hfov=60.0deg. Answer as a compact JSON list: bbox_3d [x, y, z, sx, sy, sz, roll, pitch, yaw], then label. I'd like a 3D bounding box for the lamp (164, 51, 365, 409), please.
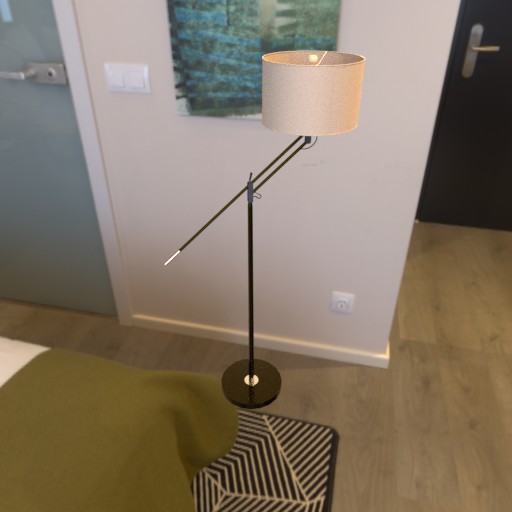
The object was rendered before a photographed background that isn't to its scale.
[{"bbox_3d":[0.000,0.000,1.988,0.809,1.635,0.373,-9,33,-14],"label":"lamp"}]
